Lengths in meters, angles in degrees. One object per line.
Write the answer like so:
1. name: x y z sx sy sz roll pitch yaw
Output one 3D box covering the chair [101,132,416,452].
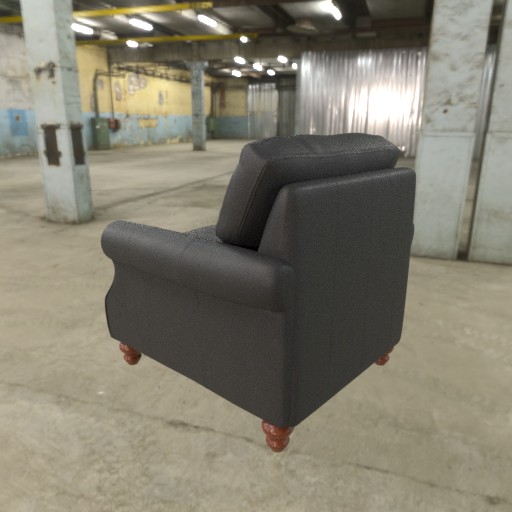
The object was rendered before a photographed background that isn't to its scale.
1. chair: 0.000 0.000 1.789 1.015 0.960 1.027 -15 22 -41
